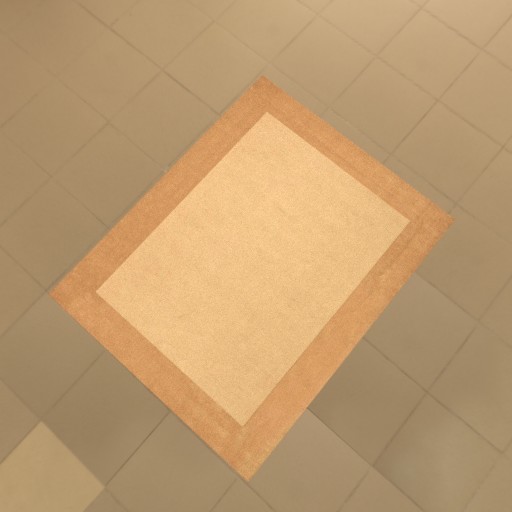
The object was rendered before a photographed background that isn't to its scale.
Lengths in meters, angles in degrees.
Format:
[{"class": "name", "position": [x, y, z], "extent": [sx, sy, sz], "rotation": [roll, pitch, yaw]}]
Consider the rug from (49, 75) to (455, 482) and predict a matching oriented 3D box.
[{"class": "rug", "position": [0.000, 0.000, 4.173], "extent": [2.438, 0.014, 3.048], "rotation": [40, 79, 9]}]
